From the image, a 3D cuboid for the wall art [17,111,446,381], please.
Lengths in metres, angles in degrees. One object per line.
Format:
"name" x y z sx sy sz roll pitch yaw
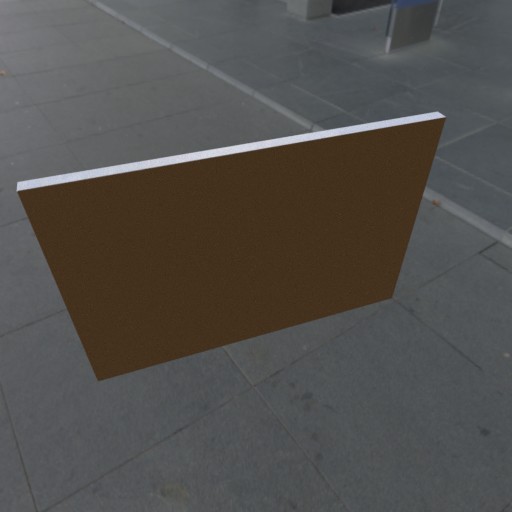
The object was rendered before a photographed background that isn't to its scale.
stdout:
"wall art" 0.000 0.000 1.397 1.145 0.762 0.041 -13 43 -14
